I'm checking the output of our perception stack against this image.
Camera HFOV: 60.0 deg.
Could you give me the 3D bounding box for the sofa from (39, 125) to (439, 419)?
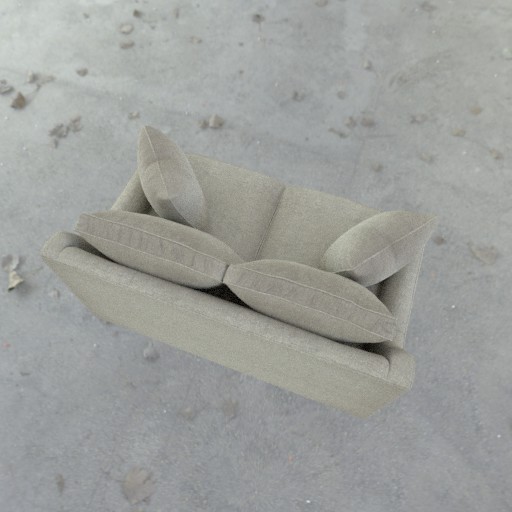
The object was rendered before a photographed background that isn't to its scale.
[{"bbox_3d":[0.000,0.000,2.035,1.422,0.863,0.915,18,63,10],"label":"sofa"}]
